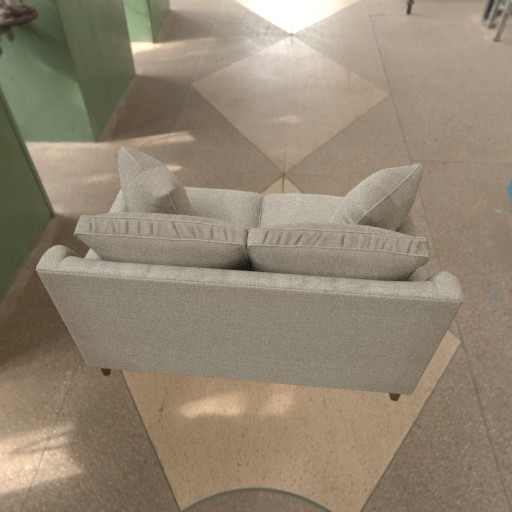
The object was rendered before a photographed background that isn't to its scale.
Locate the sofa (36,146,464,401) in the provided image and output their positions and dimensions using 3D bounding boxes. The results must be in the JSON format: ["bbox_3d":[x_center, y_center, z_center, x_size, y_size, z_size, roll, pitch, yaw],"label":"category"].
[{"bbox_3d":[0.000,0.000,1.990,1.422,0.863,0.915,4,47,4],"label":"sofa"}]
